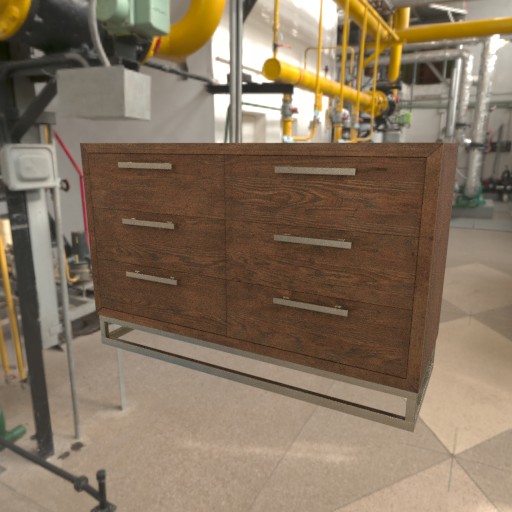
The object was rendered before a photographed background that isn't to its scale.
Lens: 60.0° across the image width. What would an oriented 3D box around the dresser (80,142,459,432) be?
[{"bbox_3d":[0.000,0.000,2.147,1.646,1.061,0.623,8,16,27],"label":"dresser"}]
